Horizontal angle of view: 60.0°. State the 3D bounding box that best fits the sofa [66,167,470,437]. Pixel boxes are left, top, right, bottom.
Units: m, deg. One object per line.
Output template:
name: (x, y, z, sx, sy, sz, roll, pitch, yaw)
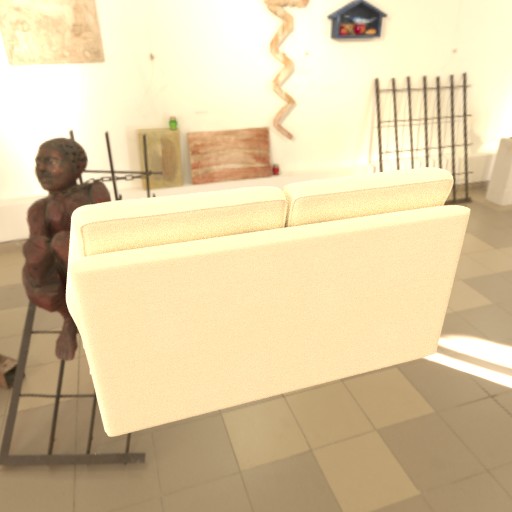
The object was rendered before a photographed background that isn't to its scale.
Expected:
sofa: (0.000, 0.000, 2.236, 1.727, 0.940, 0.991, -9, 29, -17)
